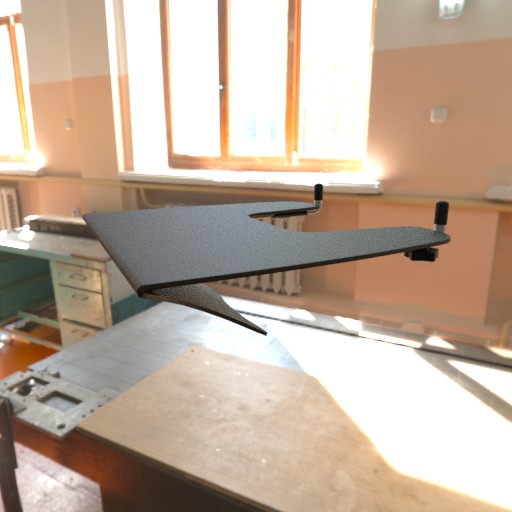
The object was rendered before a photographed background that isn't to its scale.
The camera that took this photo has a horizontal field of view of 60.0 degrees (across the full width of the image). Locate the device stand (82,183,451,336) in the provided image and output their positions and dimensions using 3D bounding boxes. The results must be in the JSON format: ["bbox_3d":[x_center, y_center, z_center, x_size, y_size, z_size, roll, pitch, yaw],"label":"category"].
[{"bbox_3d":[0.000,0.000,0.349,0.230,0.092,0.230,-7,16,-26],"label":"device stand"}]
